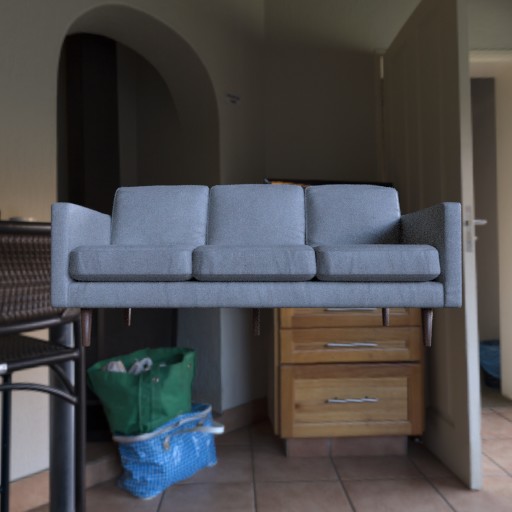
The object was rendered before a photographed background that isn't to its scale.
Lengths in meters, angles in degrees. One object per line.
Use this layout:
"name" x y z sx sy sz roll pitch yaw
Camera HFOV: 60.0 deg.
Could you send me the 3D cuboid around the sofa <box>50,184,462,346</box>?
"sofa" 0.000 0.000 2.547 1.983 0.918 0.944 0 -1 0
